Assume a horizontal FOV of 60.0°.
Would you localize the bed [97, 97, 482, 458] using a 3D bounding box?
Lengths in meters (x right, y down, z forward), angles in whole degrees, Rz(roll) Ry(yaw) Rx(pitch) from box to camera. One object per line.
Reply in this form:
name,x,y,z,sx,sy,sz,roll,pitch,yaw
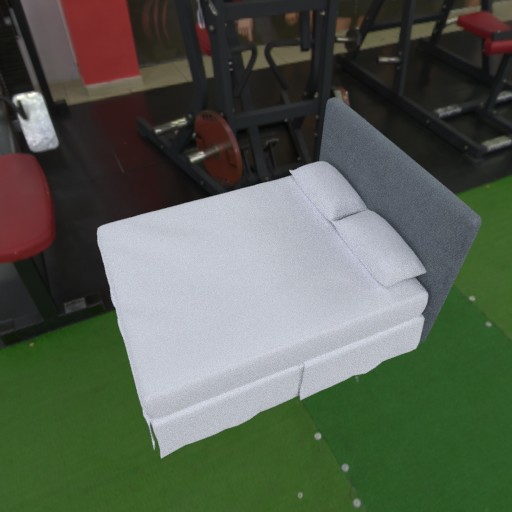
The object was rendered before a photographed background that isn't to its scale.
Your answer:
bed,0.000,0.000,3.211,2.142,1.330,1.713,-17,48,-16
